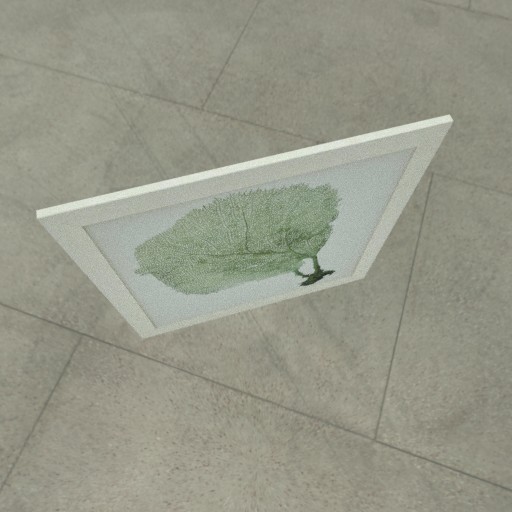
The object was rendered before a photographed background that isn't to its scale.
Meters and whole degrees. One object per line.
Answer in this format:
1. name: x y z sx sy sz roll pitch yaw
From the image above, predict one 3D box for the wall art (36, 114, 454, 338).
1. wall art: 0.000 0.000 0.868 0.584 0.584 0.013 -15 65 -7
